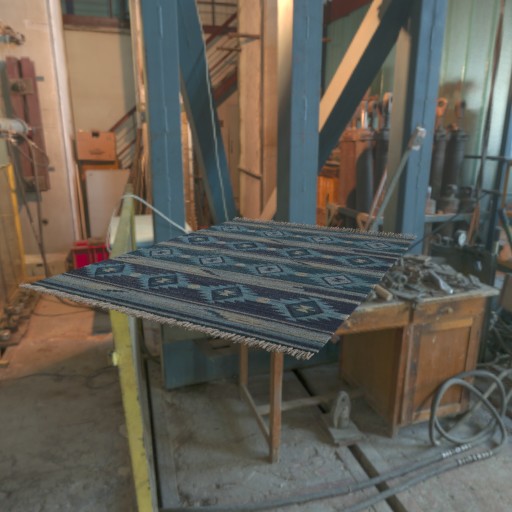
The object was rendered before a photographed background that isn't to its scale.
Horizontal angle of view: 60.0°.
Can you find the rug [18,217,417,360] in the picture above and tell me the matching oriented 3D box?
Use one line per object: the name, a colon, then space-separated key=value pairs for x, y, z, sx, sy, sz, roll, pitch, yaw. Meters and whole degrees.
rug: x=0.000 y=0.000 z=4.242 sx=2.418 sy=0.047 sz=3.307 roll=8 pitch=18 yaw=28
